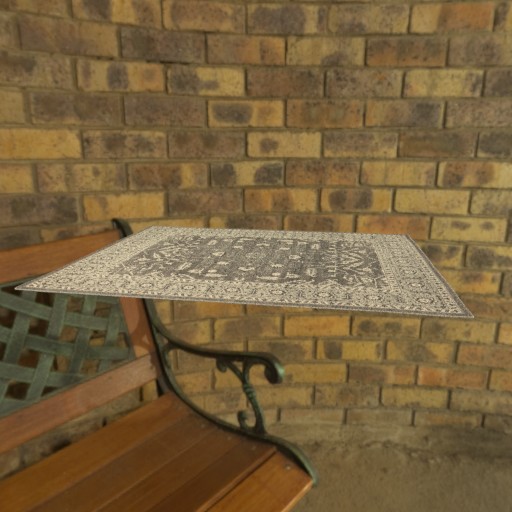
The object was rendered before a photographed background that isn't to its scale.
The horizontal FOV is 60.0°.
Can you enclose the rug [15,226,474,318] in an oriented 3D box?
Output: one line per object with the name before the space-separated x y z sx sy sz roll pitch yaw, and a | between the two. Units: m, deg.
rug | 0.000 0.000 4.052 3.069 0.026 2.451 2 15 9
